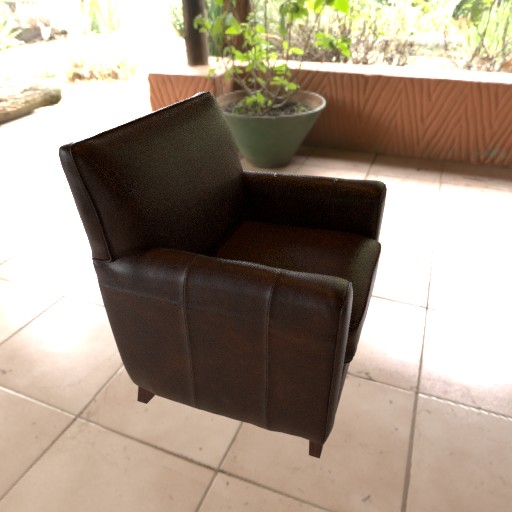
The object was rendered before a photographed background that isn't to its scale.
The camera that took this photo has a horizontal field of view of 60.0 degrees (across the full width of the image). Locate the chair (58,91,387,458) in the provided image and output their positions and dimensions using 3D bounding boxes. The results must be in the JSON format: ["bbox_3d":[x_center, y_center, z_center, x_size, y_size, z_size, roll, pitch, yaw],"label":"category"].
[{"bbox_3d":[0.000,0.000,1.570,0.823,0.943,0.870,11,32,18],"label":"chair"}]
